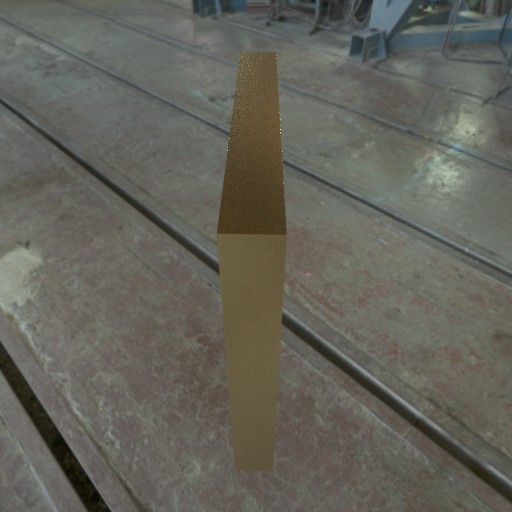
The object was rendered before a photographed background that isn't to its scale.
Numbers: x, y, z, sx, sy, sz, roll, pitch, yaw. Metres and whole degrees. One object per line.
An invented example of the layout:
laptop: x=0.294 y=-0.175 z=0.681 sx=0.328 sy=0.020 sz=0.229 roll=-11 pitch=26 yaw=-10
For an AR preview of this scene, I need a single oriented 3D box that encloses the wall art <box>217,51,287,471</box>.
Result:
wall art: x=0.000 y=0.000 z=0.455 sx=0.038 sy=0.304 sz=0.304 roll=1 pitch=42 yaw=1
